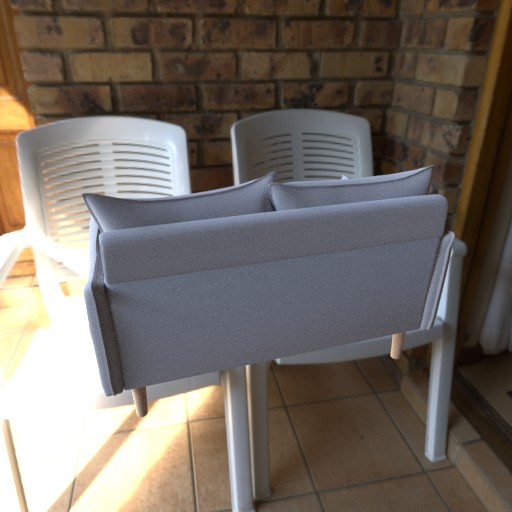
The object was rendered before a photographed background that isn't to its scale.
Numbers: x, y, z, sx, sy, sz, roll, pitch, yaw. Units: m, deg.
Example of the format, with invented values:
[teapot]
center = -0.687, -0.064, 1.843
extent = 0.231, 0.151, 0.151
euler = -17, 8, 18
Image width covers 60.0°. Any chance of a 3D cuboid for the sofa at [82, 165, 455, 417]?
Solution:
[sofa]
center = 0.000, 0.000, 1.852
extent = 1.300, 0.840, 0.820
euler = -8, 27, -16
